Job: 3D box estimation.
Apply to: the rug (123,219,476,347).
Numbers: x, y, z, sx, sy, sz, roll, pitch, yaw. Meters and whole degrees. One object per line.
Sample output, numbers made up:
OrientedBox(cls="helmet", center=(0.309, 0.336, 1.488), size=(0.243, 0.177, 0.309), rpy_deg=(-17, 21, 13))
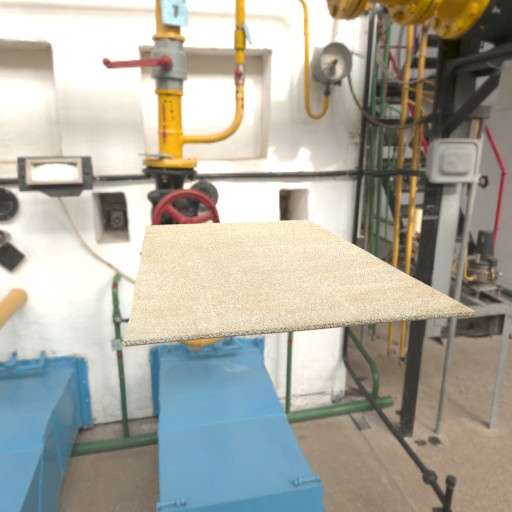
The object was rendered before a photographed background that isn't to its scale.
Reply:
OrientedBox(cls="rug", center=(0.000, 0.000, 2.924), size=(1.500, 0.025, 2.346), rpy_deg=(-3, 15, -11))
